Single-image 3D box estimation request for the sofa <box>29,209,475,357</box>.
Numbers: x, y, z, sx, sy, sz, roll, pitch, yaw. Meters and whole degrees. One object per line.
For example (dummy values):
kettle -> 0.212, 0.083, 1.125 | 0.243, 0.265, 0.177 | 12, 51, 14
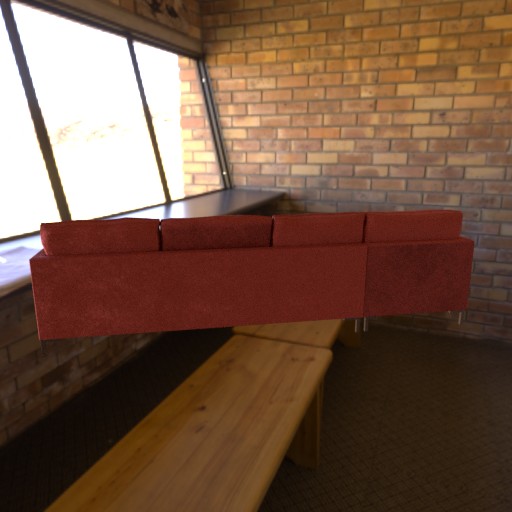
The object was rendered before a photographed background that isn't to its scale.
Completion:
sofa -> 0.000, 0.000, 4.046 | 3.400, 0.967, 1.500 | -3, 15, -10
